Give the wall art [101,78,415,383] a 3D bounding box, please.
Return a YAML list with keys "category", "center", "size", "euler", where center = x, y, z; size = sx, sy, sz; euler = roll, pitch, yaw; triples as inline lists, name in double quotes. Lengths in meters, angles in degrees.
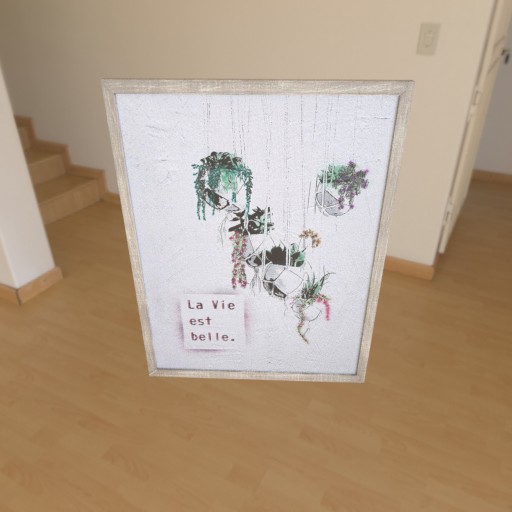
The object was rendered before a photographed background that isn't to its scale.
- category: "wall art"
  center: [0.000, 0.000, 1.367]
  size: [0.781, 1.022, 0.035]
  euler: [1, 30, 2]
